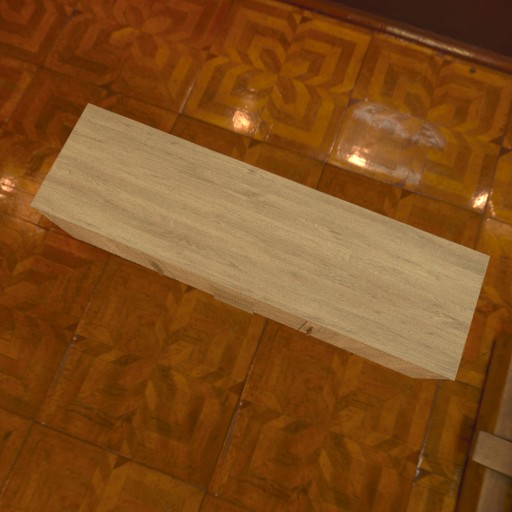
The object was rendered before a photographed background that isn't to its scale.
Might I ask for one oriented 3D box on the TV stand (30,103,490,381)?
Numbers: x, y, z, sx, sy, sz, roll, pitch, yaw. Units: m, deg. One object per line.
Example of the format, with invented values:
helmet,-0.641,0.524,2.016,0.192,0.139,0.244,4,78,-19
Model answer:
TV stand,0.000,0.000,1.576,1.313,0.565,0.401,22,77,5
